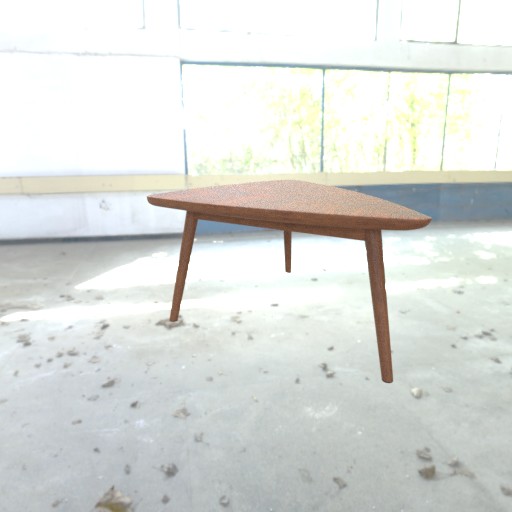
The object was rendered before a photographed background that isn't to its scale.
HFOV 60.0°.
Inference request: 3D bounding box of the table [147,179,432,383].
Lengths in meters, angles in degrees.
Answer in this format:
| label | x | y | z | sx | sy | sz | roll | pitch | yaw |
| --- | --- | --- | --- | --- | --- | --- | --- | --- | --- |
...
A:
| label | x | y | z | sx | sy | sz | roll | pitch | yaw |
| --- | --- | --- | --- | --- | --- | --- | --- | --- | --- |
| table | 0.000 | 0.000 | 1.295 | 0.601 | 0.365 | 1.008 | -3 | 14 | -10 |
